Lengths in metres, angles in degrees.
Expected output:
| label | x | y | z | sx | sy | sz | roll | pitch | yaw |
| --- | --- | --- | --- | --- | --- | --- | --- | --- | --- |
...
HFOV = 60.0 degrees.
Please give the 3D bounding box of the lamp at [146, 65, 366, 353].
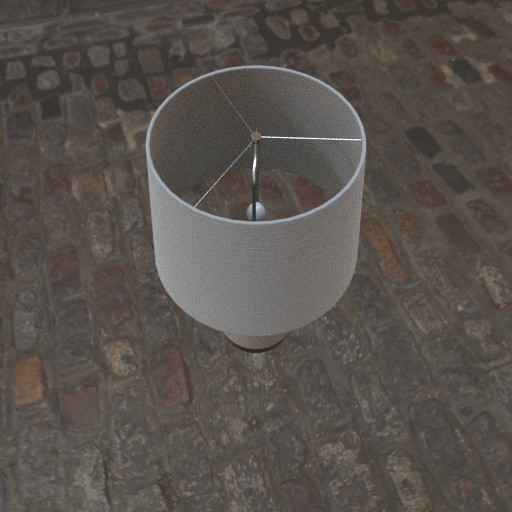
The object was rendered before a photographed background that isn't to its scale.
| label | x | y | z | sx | sy | sz | roll | pitch | yaw |
| --- | --- | --- | --- | --- | --- | --- | --- | --- | --- |
| lamp | 0.000 | 0.000 | 0.663 | 0.285 | 0.483 | 0.285 | 0 | 59 | 0 |
